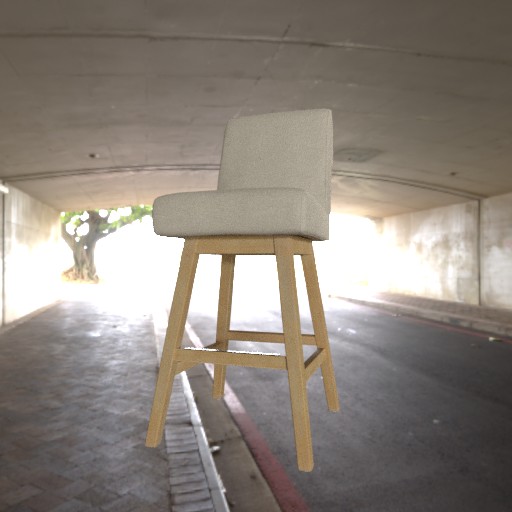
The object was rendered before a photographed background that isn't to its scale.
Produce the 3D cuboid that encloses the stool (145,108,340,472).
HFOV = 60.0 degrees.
[{"bbox_3d":[0.000,0.000,1.346,0.446,1.015,0.543,0,-1,19],"label":"stool"}]
